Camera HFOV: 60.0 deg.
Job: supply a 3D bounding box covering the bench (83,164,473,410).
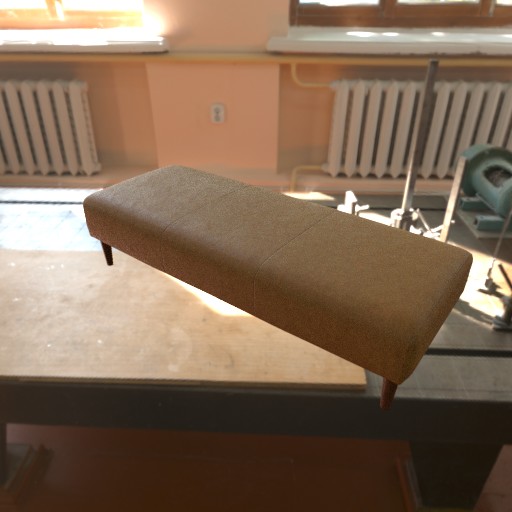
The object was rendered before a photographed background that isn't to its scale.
[{"bbox_3d":[0.000,0.000,1.947,1.610,0.399,0.653,22,37,31],"label":"bench"}]
